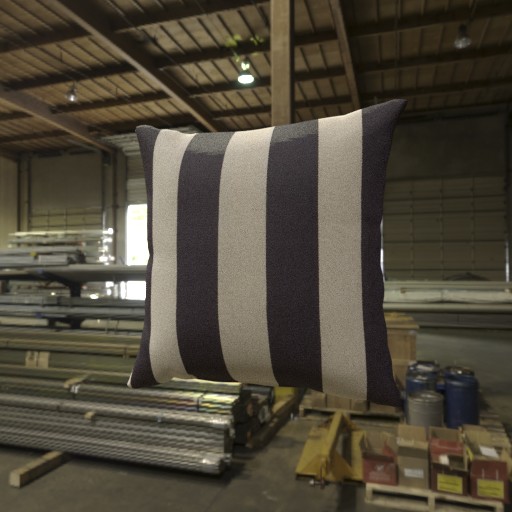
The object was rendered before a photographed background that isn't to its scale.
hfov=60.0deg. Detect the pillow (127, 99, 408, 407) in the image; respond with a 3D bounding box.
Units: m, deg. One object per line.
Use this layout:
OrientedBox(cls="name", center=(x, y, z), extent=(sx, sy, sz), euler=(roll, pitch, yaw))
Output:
OrientedBox(cls="pillow", center=(0.000, 0.000, 0.823), extent=(0.536, 0.526, 0.189), euler=(0, -1, 17))
